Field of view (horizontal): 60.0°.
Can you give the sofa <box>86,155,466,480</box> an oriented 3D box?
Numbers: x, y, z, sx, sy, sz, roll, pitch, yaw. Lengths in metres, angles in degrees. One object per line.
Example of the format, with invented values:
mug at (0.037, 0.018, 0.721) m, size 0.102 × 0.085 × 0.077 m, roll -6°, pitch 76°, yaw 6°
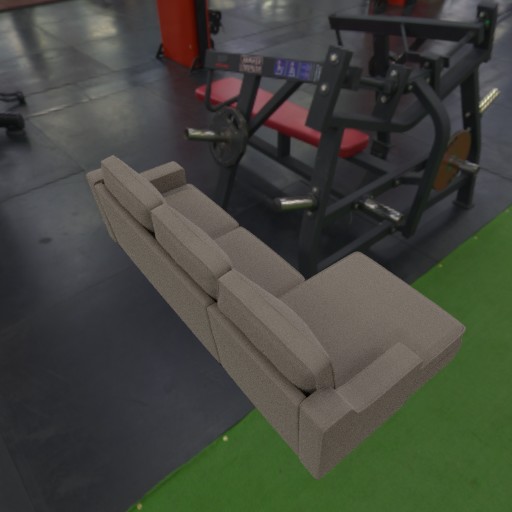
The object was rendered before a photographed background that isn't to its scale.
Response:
sofa at (0.000, 0.000, 3.086) m, size 1.294 × 0.928 × 2.561 m, roll -28°, pitch 50°, yaw -27°
